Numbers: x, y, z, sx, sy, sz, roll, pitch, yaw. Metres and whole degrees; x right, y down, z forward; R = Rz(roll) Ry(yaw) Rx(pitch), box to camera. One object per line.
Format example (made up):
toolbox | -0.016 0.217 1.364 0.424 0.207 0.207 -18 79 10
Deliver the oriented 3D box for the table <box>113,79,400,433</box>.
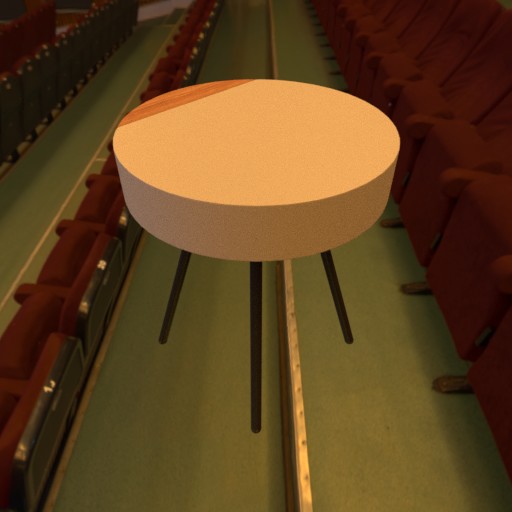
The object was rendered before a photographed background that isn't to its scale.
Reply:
table | 0.000 0.000 0.857 0.450 0.525 0.450 0 40 0
